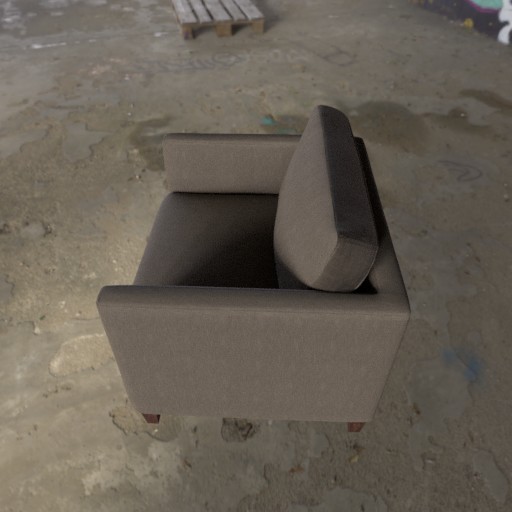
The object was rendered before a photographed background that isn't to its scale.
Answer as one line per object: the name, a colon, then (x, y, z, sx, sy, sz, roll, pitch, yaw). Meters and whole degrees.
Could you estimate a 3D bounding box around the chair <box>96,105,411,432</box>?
chair: (0.000, 0.000, 1.844, 0.959, 0.963, 1.107, 2, 43, 2)
